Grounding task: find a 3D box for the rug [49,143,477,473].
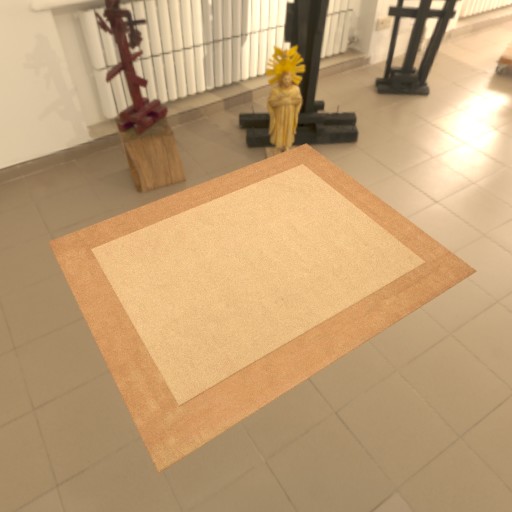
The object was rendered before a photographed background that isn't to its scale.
[{"bbox_3d":[0.000,0.000,4.022,3.048,0.014,2.438,-25,52,-22],"label":"rug"}]
